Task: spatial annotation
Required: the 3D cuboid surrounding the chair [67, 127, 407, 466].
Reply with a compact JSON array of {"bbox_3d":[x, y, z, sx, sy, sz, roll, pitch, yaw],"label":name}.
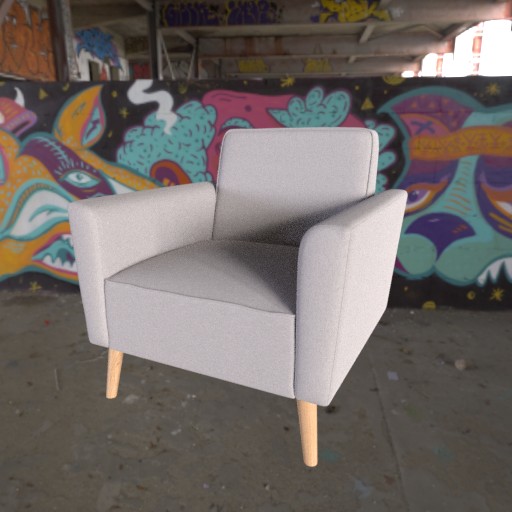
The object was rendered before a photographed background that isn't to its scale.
[{"bbox_3d":[0.000,0.000,1.375,0.780,0.780,0.750,7,16,26],"label":"chair"}]
